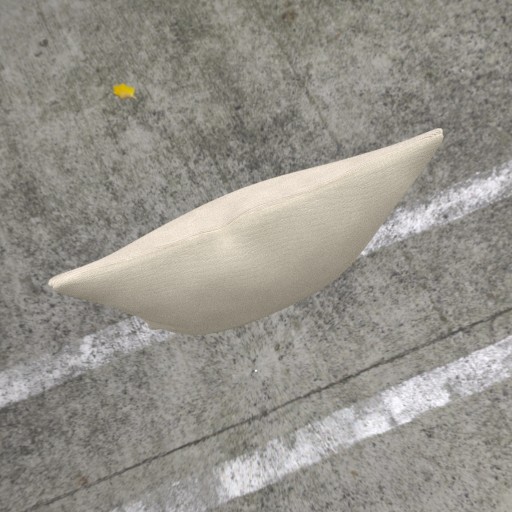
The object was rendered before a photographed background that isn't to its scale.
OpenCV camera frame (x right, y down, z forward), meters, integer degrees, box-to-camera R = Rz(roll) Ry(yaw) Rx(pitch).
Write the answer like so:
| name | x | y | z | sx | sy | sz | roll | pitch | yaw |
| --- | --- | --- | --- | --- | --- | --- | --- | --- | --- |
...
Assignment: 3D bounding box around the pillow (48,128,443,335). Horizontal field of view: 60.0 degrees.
| name | x | y | z | sx | sy | sz | roll | pitch | yaw |
| --- | --- | --- | --- | --- | --- | --- | --- | --- | --- |
| pillow | 0.000 | 0.000 | 0.648 | 0.437 | 0.420 | 0.162 | -22 | 77 | -6 |
